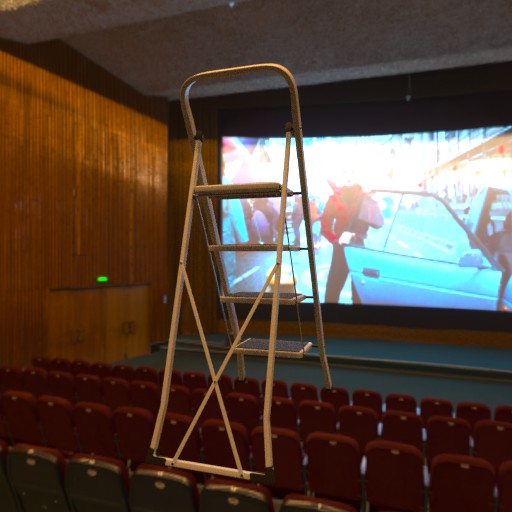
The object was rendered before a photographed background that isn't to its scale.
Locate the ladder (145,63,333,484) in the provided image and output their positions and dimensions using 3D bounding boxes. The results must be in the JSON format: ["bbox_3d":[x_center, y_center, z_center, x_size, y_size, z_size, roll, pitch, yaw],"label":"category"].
[{"bbox_3d":[0.000,0.000,1.715,0.460,1.265,0.914,0,0,19],"label":"ladder"}]
